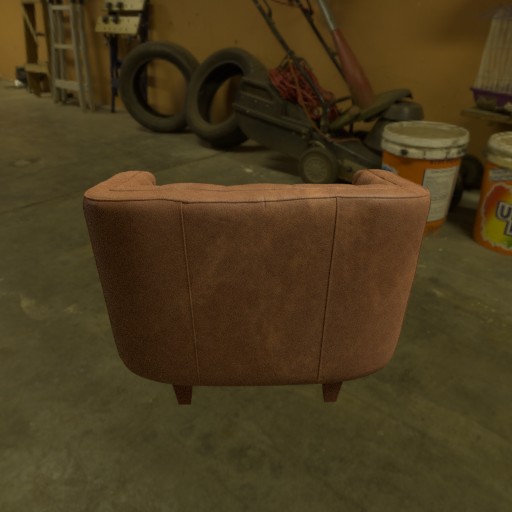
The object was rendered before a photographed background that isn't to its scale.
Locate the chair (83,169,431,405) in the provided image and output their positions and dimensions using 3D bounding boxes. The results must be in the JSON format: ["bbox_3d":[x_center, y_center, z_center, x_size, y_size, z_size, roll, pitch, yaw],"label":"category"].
[{"bbox_3d":[0.000,0.000,1.745,1.119,0.836,0.911,-1,29,-1],"label":"chair"}]
